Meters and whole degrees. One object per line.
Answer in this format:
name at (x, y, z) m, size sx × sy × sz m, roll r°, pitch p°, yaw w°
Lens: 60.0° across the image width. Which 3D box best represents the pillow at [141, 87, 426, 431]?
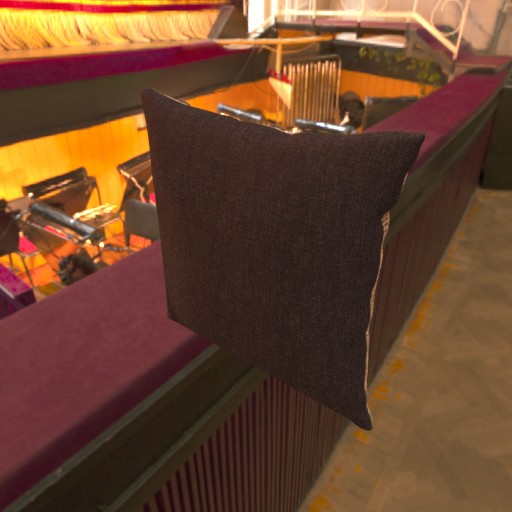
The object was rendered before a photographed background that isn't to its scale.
pillow at (0.000, 0.000, 0.773) m, size 0.510 × 0.510 × 0.145 m, roll 21°, pitch 36°, yaw 32°
